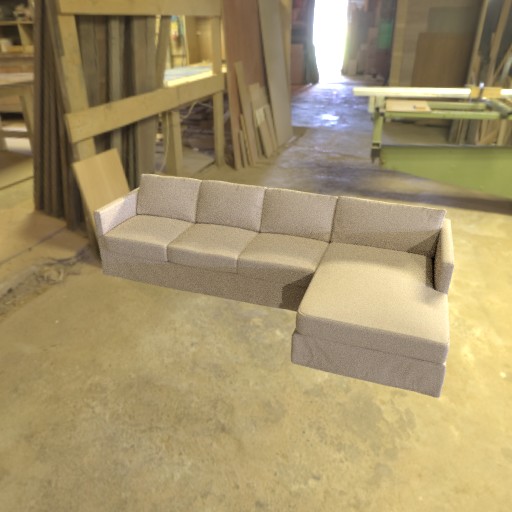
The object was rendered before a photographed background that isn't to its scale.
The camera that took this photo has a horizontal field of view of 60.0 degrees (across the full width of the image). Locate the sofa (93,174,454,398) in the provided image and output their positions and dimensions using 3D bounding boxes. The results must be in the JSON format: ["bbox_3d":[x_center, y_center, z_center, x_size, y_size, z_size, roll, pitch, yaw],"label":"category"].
[{"bbox_3d":[0.000,0.000,3.892,3.206,0.871,1.622,9,28,18],"label":"sofa"}]
